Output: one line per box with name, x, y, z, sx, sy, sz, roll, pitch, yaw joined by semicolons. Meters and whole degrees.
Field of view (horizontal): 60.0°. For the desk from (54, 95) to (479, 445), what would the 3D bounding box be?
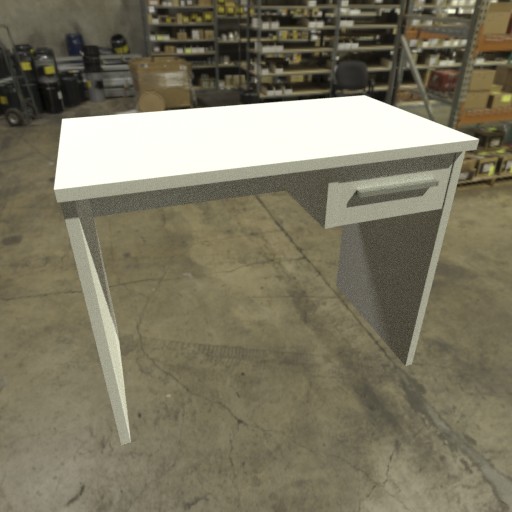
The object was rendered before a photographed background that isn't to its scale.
desk;0.000;0.000;1.271;0.900;0.729;0.498;-10;33;-16
